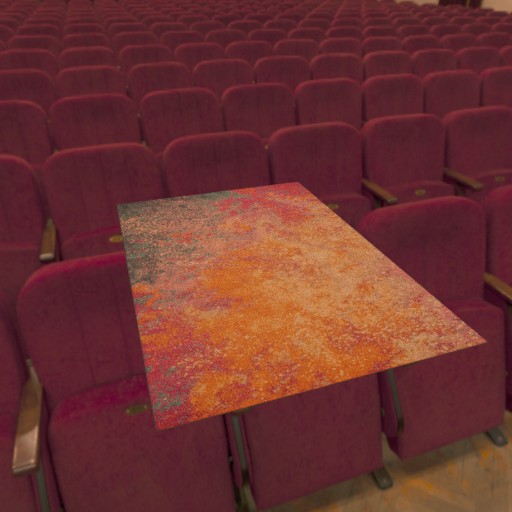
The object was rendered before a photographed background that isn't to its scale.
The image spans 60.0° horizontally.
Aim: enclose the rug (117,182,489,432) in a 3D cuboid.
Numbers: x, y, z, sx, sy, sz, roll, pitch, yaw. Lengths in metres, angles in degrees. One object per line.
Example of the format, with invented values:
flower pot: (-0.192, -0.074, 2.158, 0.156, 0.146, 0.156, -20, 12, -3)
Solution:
rug: (0.000, 0.000, 3.595, 2.007, 0.013, 2.896, -10, 31, -16)
